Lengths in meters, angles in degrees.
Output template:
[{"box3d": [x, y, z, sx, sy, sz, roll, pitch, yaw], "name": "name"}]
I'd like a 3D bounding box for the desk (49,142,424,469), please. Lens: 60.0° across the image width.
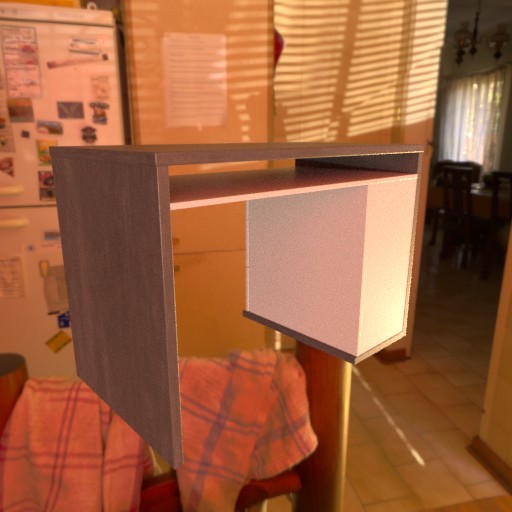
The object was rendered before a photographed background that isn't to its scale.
[{"box3d": [0.000, 0.000, 1.545, 1.100, 0.750, 0.600, -14, 21, -41], "name": "desk"}]
